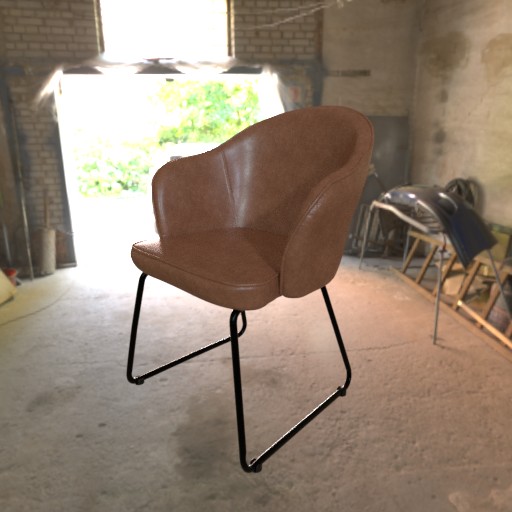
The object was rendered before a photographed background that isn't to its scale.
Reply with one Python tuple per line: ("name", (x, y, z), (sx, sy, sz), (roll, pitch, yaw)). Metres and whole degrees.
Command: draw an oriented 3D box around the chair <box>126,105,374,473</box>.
("chair", (0.000, 0.000, 1.206), (0.582, 0.785, 0.580), (16, 23, 42))
